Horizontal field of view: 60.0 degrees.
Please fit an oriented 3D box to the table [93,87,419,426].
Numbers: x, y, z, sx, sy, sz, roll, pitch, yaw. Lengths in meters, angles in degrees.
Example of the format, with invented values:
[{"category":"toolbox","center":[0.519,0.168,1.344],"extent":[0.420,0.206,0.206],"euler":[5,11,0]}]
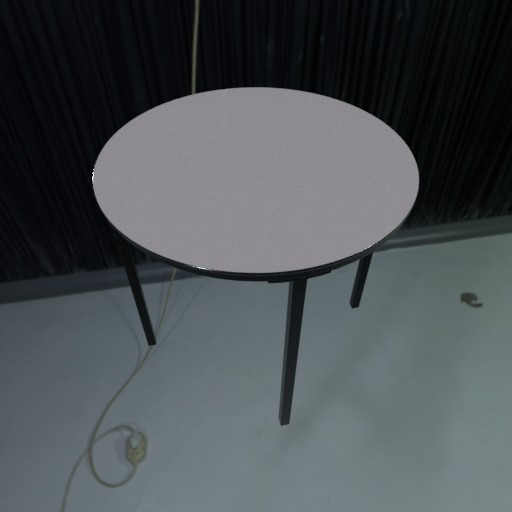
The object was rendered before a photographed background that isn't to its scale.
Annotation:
[{"category":"table","center":[0.000,0.000,0.855],"extent":[0.499,0.443,0.499],"euler":[0,45,0]}]
